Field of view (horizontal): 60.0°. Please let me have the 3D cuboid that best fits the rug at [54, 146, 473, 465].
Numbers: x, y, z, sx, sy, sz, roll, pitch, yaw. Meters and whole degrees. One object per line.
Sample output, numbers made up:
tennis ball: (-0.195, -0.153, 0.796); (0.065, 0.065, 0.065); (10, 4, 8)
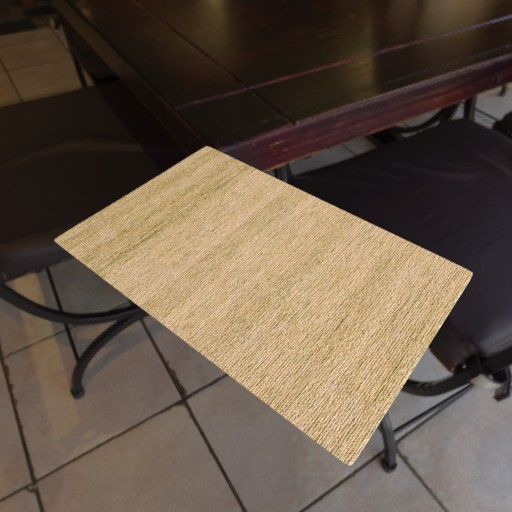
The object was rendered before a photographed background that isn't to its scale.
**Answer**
rug: (0.000, 0.000, 2.193); (1.758, 0.010, 1.143); (30, 53, 26)
